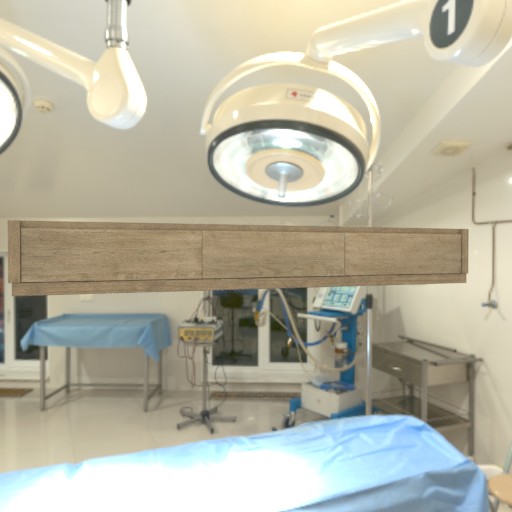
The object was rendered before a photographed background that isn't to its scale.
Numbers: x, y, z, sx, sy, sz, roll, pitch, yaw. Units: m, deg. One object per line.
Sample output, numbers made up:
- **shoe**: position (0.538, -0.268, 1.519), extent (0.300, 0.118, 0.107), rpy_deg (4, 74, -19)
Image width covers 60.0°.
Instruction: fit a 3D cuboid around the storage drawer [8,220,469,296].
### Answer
- **storage drawer**: position (0.000, 0.000, 2.196), extent (2.072, 0.274, 0.591), rpy_deg (0, 1, -19)
